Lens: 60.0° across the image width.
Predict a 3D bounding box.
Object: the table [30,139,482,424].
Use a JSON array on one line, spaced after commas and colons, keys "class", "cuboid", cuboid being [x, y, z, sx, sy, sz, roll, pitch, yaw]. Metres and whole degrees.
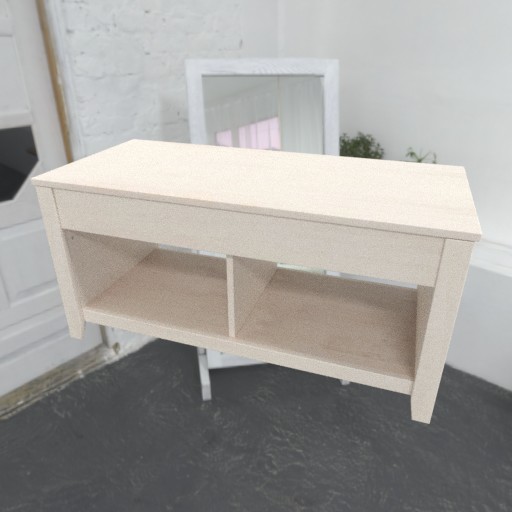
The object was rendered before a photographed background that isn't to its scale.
[{"class": "table", "cuboid": [0.000, 0.000, 1.245, 1.016, 0.483, 0.457, 9, 29, 17]}]
